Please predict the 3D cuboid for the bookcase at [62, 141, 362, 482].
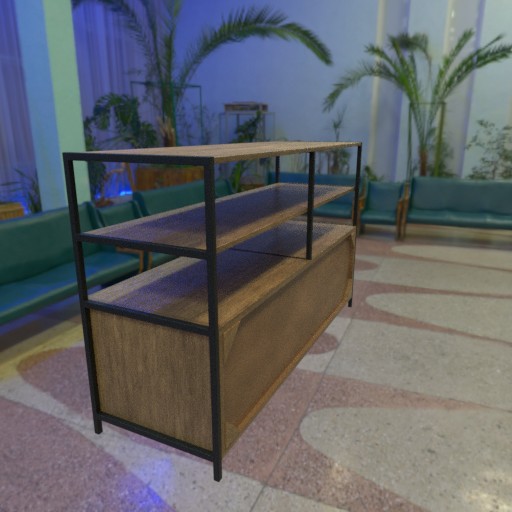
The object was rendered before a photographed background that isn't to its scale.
[{"bbox_3d":[0.000,0.000,1.471,0.391,0.712,1.149,8,18,25],"label":"bookcase"}]
